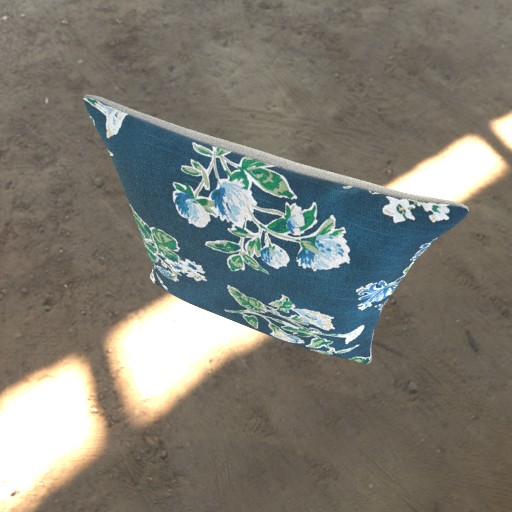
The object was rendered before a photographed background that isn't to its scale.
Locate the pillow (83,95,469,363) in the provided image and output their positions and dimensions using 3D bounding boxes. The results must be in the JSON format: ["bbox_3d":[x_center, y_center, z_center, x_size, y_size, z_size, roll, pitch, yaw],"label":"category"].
[{"bbox_3d":[0.000,0.000,0.771,0.525,0.508,0.166,19,60,12],"label":"pillow"}]
